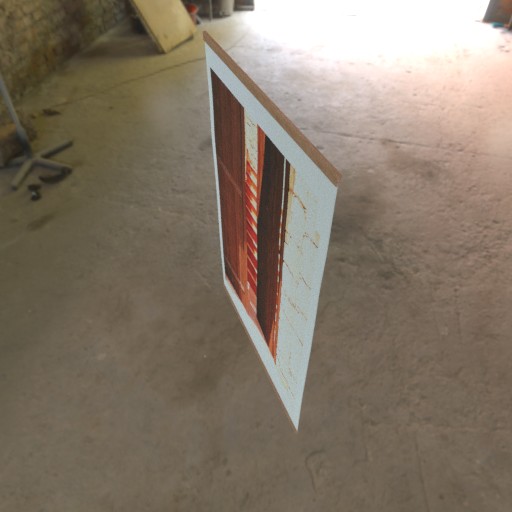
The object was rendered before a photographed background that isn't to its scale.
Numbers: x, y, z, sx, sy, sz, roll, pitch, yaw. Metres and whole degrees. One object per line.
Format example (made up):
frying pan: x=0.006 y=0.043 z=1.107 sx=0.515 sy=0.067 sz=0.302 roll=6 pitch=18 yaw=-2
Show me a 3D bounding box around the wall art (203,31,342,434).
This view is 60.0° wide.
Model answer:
wall art: x=0.000 y=0.000 z=1.929 sx=0.019 sy=1.527 sz=1.019 roll=-17 pitch=49 yaw=-16
